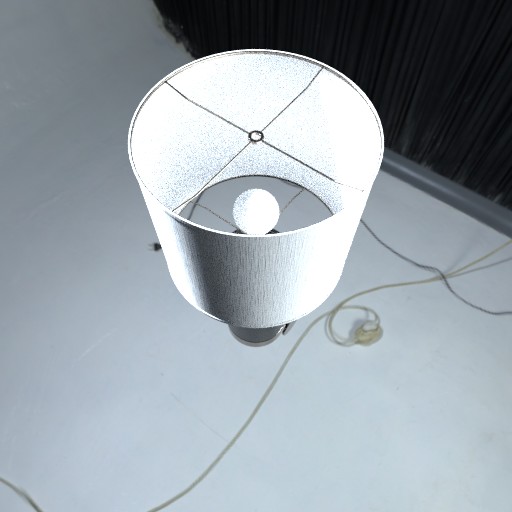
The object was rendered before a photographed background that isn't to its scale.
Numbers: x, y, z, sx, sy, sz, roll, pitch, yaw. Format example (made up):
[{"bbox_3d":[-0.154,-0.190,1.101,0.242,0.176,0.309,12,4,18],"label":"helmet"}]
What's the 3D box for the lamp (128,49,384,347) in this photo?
[{"bbox_3d":[0.000,0.000,0.630,0.240,0.482,0.241,33,65,18],"label":"lamp"}]
